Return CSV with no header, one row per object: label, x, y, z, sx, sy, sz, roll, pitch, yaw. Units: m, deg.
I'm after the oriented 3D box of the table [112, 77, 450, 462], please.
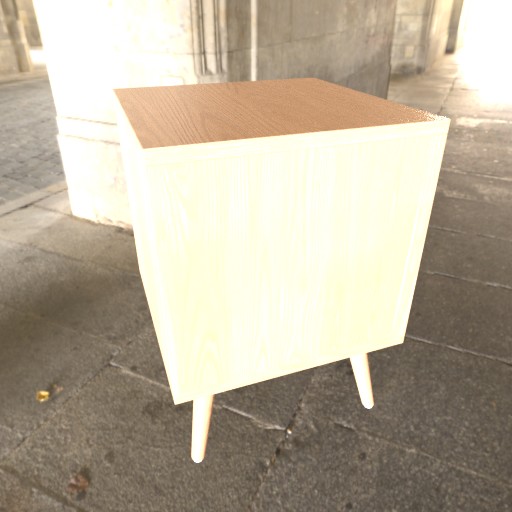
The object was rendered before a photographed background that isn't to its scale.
table,0.000,0.000,0.822,0.400,0.550,0.400,-10,31,-17
